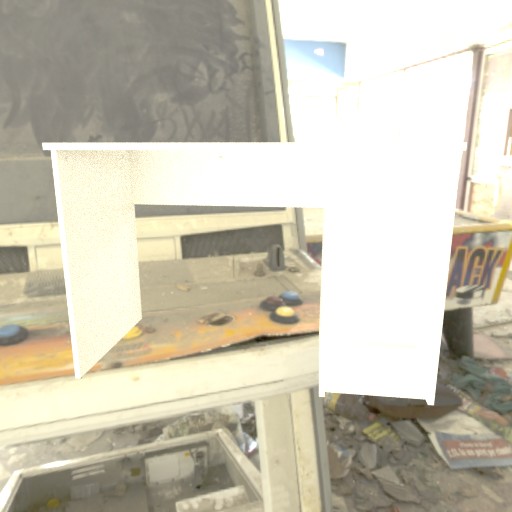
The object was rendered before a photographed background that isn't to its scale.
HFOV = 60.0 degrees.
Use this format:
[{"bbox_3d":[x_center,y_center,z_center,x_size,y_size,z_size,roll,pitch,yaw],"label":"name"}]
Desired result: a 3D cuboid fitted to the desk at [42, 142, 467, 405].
[{"bbox_3d":[0.000,0.000,1.490,1.097,0.735,0.560,2,14,8],"label":"desk"}]
